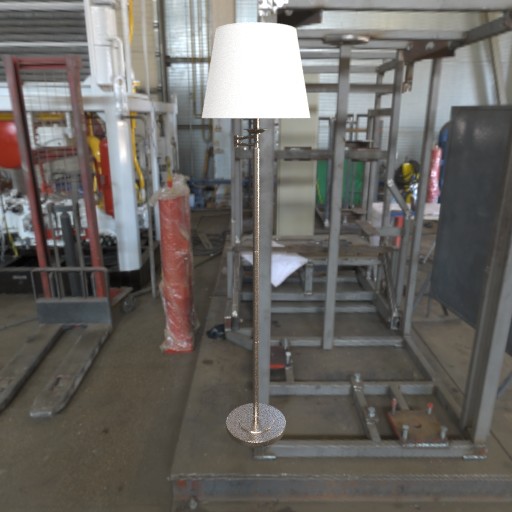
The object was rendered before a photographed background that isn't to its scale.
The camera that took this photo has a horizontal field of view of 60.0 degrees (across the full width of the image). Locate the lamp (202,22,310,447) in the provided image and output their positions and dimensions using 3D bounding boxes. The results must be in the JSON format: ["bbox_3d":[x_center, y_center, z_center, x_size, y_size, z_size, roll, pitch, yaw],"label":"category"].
[{"bbox_3d":[0.000,0.000,1.603,0.355,1.473,0.355,0,18,0],"label":"lamp"}]
